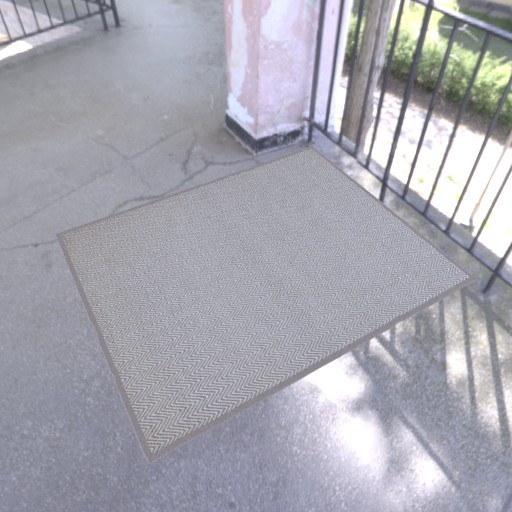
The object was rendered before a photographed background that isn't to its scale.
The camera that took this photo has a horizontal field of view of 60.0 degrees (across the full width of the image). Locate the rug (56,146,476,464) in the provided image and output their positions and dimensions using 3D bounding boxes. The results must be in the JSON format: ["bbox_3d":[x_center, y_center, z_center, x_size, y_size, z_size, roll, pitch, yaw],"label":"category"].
[{"bbox_3d":[0.000,0.000,4.023,3.007,0.032,2.434,-23,50,-21],"label":"rug"}]
